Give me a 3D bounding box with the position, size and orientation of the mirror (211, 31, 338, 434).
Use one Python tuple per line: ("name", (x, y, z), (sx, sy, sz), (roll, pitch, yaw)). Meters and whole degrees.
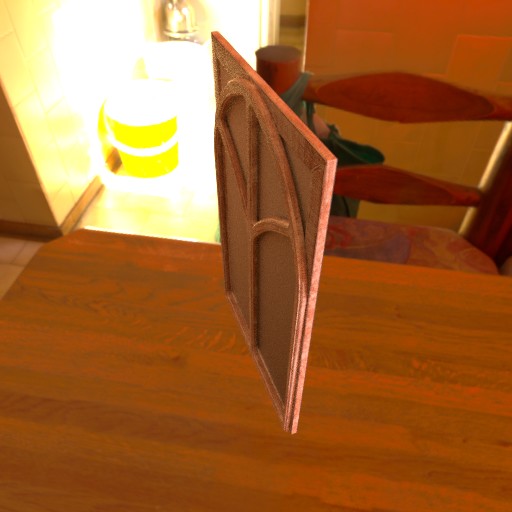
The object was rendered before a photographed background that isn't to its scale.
("mirror", (0.000, 0.000, 0.984), (0.058, 0.787, 0.495), (-15, 47, -15))
